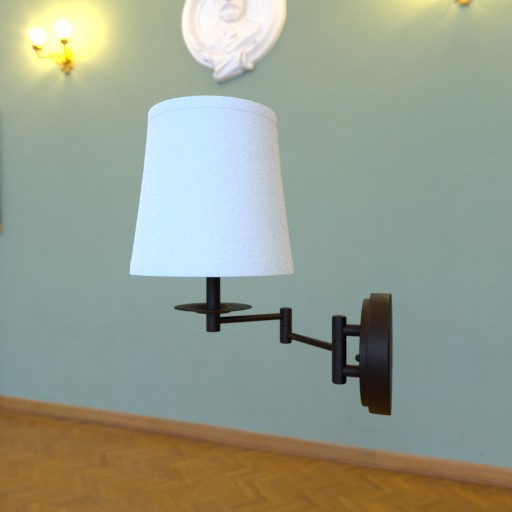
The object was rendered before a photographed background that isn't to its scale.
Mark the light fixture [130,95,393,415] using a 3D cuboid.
[{"bbox_3d":[0.000,0.000,0.268,0.157,0.172,0.100,0,0,18],"label":"light fixture"}]
